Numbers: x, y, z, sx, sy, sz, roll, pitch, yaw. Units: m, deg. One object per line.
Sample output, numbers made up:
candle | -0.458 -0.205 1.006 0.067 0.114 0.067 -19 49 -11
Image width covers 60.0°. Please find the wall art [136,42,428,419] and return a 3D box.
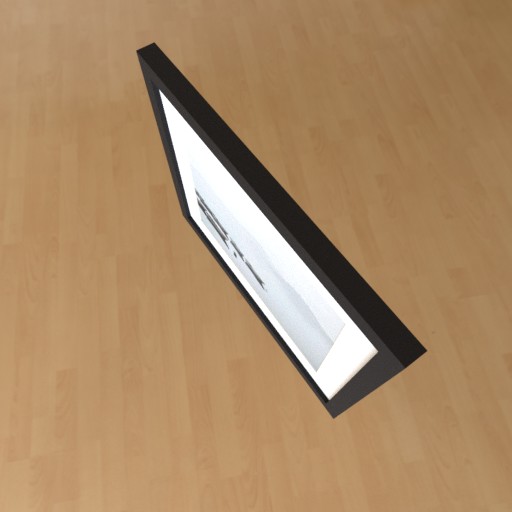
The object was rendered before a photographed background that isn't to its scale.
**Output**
wall art | 0.000 0.000 0.745 0.030 0.454 0.554 -32 68 -15
